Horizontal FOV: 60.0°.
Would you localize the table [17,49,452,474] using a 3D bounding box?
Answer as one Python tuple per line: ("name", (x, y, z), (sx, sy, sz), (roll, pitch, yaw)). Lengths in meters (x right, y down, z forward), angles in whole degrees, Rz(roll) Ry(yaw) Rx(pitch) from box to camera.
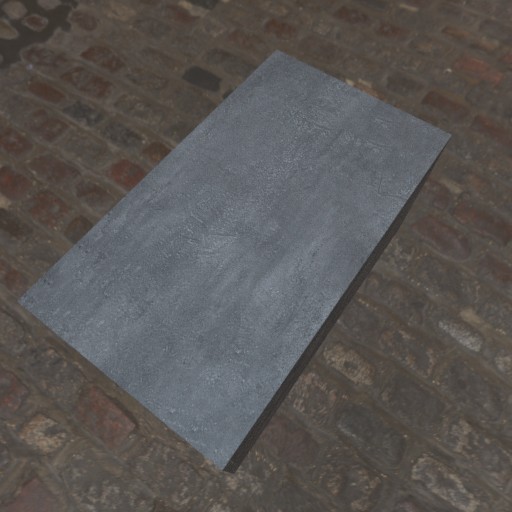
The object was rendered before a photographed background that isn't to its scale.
("table", (0.000, 0.000, 0.911), (0.400, 0.350, 0.700), (33, 68, 15))
